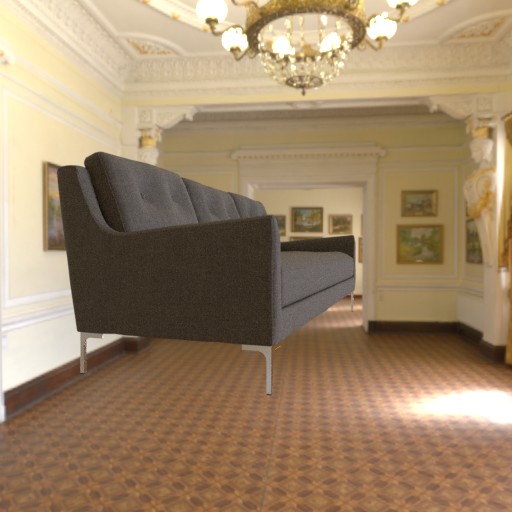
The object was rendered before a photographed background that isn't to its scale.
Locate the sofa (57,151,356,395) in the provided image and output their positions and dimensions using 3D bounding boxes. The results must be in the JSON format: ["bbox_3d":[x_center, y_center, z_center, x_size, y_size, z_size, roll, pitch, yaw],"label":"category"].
[{"bbox_3d":[0.000,0.000,2.450,0.849,0.837,2.060,0,1,19],"label":"sofa"}]
